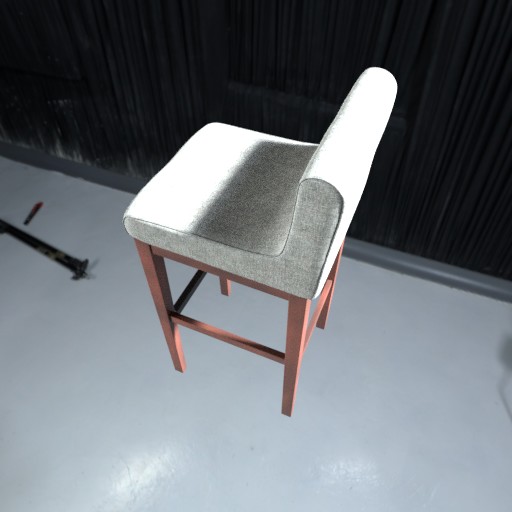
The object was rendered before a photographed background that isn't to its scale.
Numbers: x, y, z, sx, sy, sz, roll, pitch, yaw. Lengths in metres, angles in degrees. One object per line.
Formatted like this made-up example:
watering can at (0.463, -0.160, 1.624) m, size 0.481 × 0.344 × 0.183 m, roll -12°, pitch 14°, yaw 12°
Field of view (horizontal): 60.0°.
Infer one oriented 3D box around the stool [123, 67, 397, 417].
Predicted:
stool at (0.000, 0.000, 1.224) m, size 0.499 × 0.965 × 0.426 m, roll 18°, pitch 50°, yaw 15°
